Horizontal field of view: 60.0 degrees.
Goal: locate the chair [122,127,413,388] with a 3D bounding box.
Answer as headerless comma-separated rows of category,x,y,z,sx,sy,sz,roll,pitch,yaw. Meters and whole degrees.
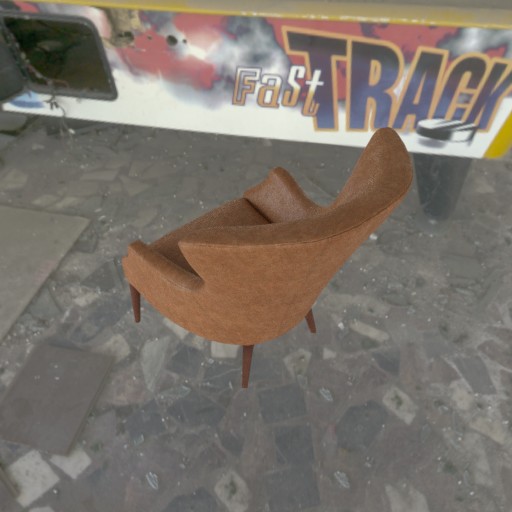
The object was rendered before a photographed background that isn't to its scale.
chair,0.000,0.000,1.740,0.846,1.067,0.955,-32,54,-27
